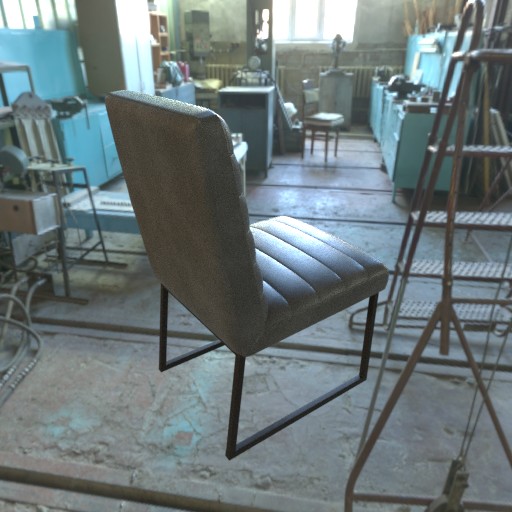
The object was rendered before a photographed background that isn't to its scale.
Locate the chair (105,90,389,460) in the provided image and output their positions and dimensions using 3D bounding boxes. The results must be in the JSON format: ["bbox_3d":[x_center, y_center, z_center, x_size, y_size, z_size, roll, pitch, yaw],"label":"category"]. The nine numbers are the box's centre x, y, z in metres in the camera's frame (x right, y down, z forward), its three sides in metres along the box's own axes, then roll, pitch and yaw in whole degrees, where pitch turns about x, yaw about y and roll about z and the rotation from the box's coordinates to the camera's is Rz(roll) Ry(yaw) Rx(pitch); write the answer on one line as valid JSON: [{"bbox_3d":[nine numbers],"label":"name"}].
[{"bbox_3d":[0.000,0.000,1.321,0.634,0.930,0.520,-17,31,-31],"label":"chair"}]
